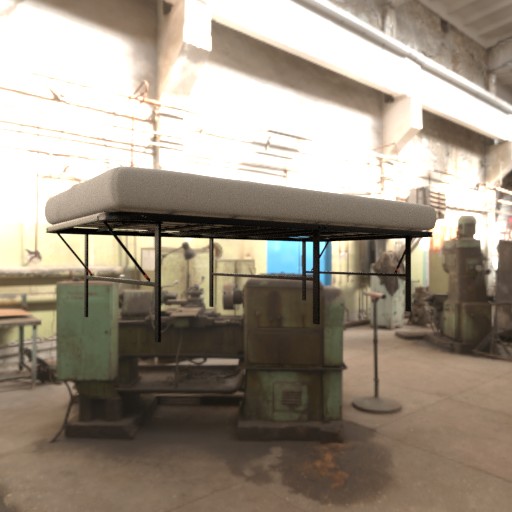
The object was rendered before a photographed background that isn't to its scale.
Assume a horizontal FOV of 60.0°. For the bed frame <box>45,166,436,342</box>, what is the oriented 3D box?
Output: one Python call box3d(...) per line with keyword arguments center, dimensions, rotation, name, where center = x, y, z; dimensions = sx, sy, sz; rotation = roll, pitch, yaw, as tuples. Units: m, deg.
box3d(center=(0.000, 0.000, 2.363), dimensions=(1.903, 0.619, 0.989), rotation=(0, -1, -37), name="bed frame")
